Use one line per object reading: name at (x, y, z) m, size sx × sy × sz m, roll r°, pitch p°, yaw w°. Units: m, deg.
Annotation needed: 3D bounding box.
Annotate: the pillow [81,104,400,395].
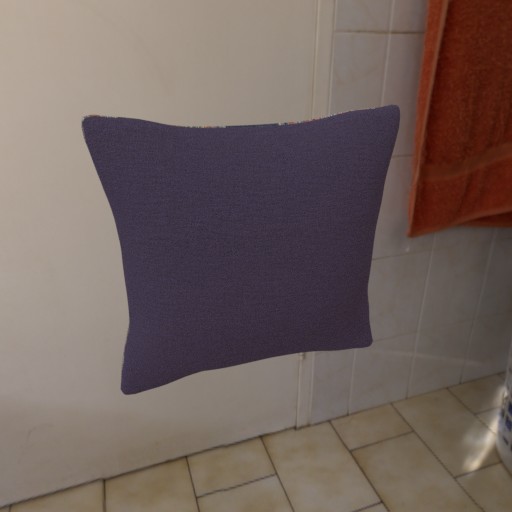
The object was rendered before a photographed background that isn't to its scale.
pillow at (0.000, 0.000, 0.660) m, size 0.437 × 0.419 × 0.136 m, roll -7°, pitch 26°, yaw -15°
